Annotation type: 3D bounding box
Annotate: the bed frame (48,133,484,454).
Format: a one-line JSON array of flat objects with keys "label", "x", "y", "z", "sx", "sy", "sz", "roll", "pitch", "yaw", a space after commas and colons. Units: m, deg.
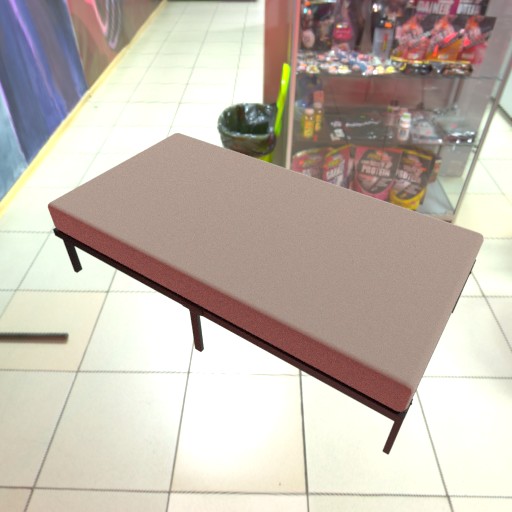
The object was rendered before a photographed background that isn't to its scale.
[{"label": "bed frame", "x": 0.000, "y": 0.000, "z": 3.160, "sx": 2.635, "sy": 0.680, "sz": 1.393, "roll": 24, "pitch": 47, "yaw": 25}]
